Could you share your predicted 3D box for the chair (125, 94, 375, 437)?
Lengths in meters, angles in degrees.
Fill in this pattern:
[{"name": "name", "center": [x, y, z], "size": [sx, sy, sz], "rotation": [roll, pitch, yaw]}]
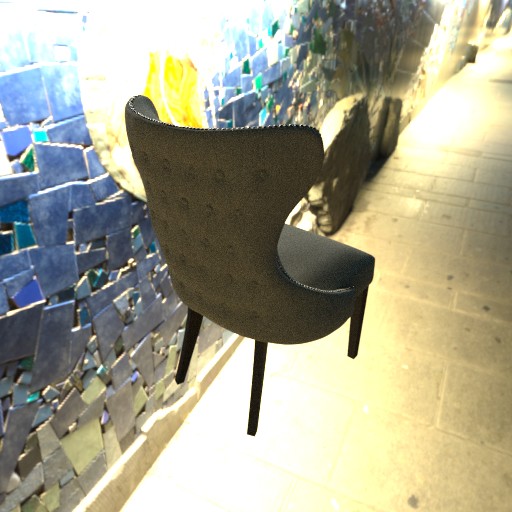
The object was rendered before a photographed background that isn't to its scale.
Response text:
[{"name": "chair", "center": [0.000, 0.000, 1.400], "size": [0.628, 0.967, 0.635], "rotation": [23, 37, 34]}]
